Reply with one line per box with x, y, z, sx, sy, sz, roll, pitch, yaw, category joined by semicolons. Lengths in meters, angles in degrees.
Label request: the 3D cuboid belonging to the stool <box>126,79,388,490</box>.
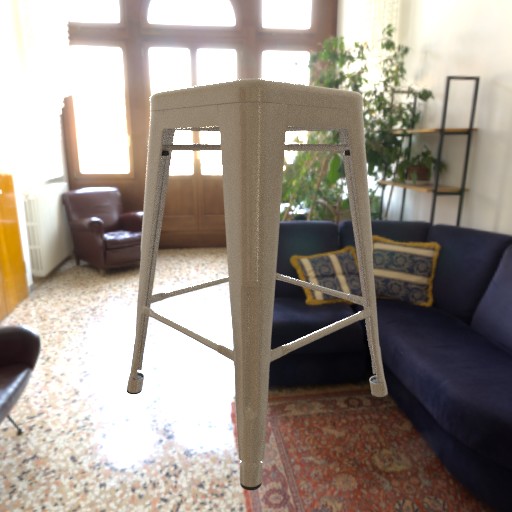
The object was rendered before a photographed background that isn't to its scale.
0.000;0.000;0.878;0.406;0.610;0.406;-13;19;-42;stool
